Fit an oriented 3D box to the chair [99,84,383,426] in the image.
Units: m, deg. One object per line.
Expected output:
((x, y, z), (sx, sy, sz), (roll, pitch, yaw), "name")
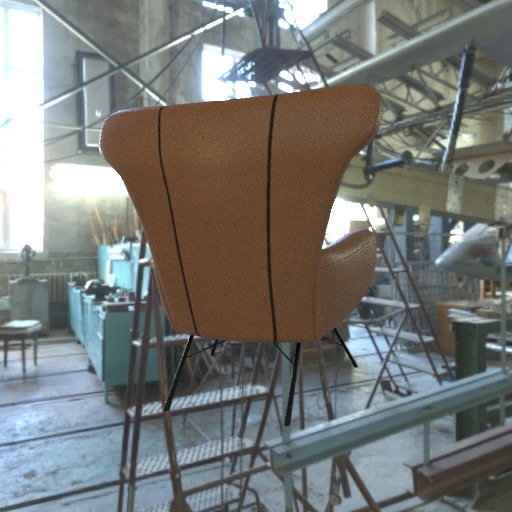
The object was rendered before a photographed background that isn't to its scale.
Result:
((0.000, 0.000, 1.750), (0.980, 1.050, 0.900), (0, 1, 18), "chair")
